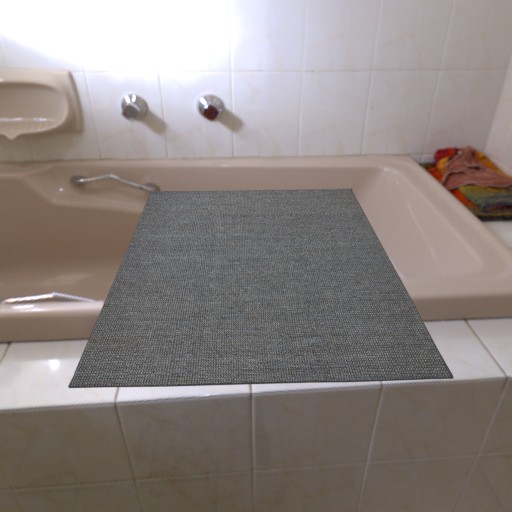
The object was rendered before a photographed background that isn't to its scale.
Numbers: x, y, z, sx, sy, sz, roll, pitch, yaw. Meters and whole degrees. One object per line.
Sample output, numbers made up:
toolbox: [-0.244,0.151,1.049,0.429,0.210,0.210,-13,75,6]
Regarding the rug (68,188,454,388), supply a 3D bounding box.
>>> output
rug: [0.000,0.000,4.100,2.456,0.021,3.068,-1,32,-2]
